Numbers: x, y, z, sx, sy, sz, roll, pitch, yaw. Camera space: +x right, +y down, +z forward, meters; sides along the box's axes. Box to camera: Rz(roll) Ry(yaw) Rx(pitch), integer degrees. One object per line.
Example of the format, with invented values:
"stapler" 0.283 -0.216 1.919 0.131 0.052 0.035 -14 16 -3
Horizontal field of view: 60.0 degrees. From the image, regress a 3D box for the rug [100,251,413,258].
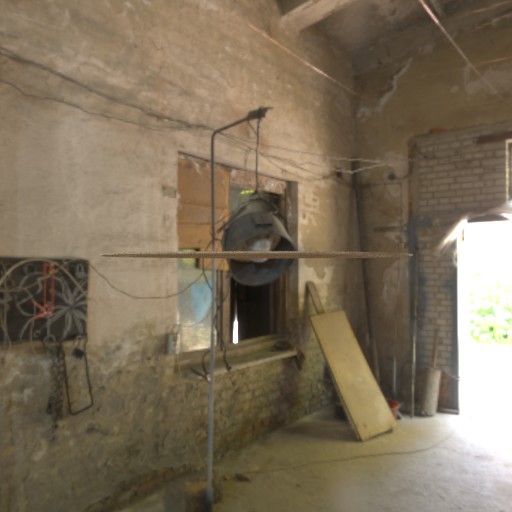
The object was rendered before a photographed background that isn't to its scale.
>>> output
"rug" 0.000 0.000 3.674 2.444 0.015 2.444 0 -1 0
